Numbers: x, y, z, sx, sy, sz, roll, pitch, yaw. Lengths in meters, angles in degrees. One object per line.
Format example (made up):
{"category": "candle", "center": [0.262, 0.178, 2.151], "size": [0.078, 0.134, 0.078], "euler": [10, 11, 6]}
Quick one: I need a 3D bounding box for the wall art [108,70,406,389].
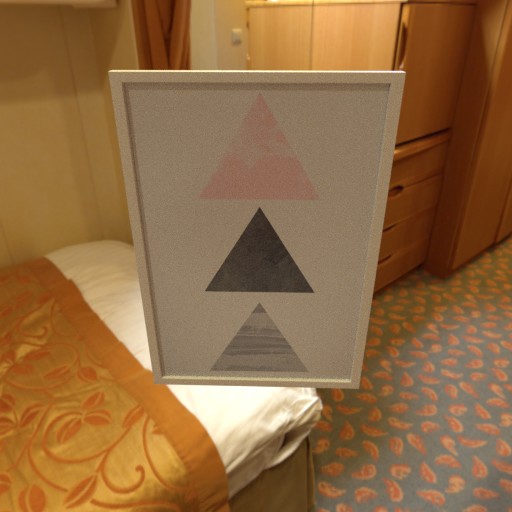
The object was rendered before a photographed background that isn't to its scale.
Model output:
{"category": "wall art", "center": [0.000, 0.000, 0.559], "size": [0.303, 0.433, 0.013], "euler": [1, 28, 2]}
